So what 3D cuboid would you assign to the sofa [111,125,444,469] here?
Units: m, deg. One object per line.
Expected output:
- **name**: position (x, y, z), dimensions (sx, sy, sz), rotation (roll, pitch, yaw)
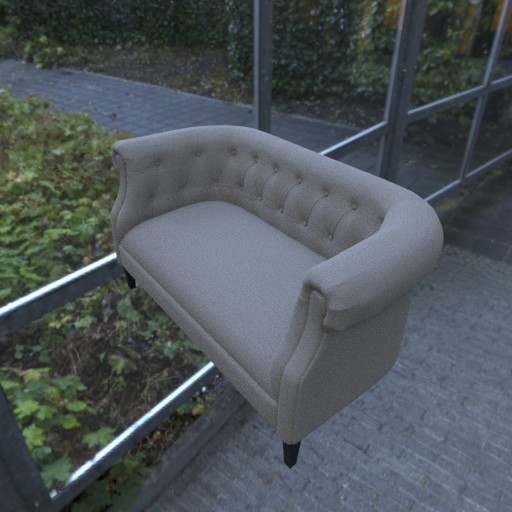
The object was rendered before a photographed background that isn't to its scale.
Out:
- **sofa**: position (0.000, 0.000, 2.024), dimensions (0.835, 0.827, 1.558), rotation (-23, 40, -31)
